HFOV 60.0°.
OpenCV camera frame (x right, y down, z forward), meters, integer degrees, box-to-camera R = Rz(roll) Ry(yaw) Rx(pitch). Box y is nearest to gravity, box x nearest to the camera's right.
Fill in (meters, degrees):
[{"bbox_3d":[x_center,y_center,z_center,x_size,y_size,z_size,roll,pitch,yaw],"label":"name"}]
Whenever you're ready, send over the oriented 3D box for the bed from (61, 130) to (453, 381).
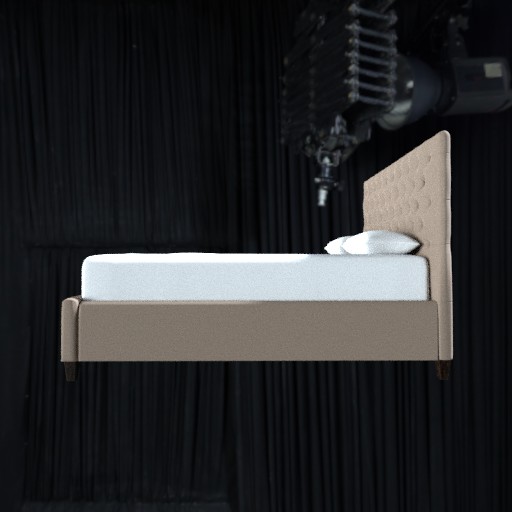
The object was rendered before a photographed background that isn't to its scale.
[{"bbox_3d":[0.000,0.000,3.343,2.233,1.426,1.696,0,0,-1],"label":"bed"}]
